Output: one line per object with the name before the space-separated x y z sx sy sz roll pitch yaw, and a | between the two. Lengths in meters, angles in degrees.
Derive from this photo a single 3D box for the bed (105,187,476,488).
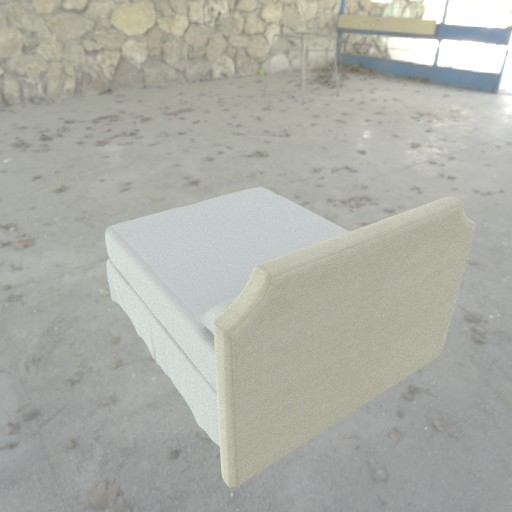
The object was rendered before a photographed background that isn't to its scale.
bed | 0.000 0.000 3.231 1.828 1.297 2.164 -19 35 -30
